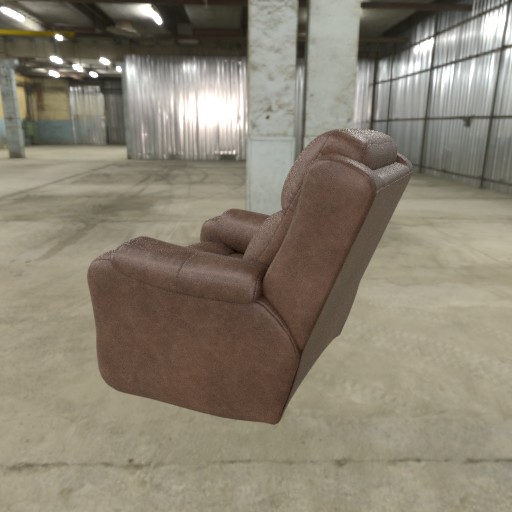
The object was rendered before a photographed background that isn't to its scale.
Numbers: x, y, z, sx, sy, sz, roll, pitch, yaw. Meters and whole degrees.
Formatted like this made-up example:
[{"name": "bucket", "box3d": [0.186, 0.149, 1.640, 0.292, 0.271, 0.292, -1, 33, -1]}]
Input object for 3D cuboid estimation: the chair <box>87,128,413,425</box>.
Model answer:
[{"name": "chair", "box3d": [0.000, 0.000, 1.799, 1.067, 0.990, 0.940, 7, 17, 25]}]
